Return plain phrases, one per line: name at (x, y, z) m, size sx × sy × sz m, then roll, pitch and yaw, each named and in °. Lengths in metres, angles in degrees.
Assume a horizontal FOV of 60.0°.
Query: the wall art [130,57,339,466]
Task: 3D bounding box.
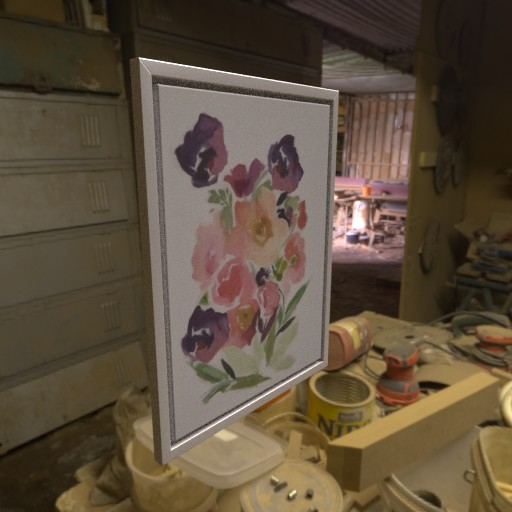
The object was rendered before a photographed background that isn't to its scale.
wall art at (0.000, 0.000, 1.407) m, size 0.042 × 1.056 × 0.805 m, roll 12°, pitch 18°, yaw 42°
